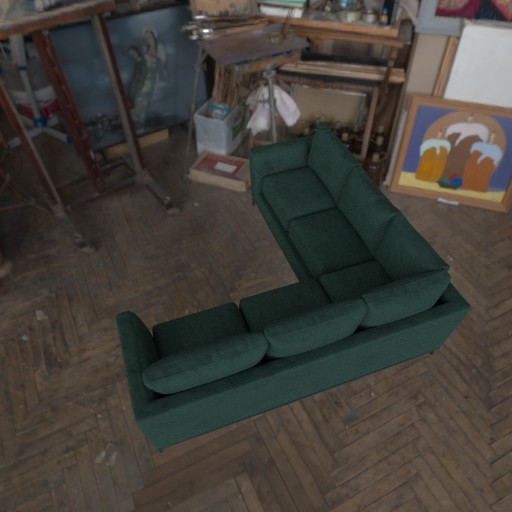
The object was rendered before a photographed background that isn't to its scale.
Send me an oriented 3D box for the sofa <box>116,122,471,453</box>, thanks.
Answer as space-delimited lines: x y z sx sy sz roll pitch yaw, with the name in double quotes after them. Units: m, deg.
0.000 0.000 3.892 2.452 1.004 2.468 -15 49 -14 "sofa"
